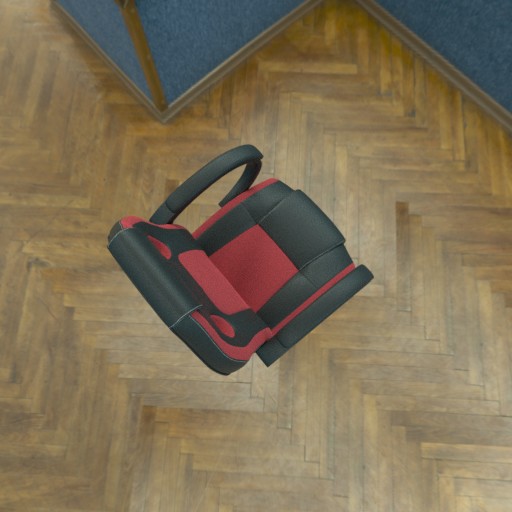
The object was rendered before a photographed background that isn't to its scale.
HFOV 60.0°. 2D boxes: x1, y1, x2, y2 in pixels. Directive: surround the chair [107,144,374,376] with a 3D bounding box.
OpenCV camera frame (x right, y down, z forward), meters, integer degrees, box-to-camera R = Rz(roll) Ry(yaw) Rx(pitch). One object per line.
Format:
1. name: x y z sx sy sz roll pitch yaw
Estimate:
1. chair: 0.000 0.000 1.621 0.724 1.187 0.673 -39 78 -10
